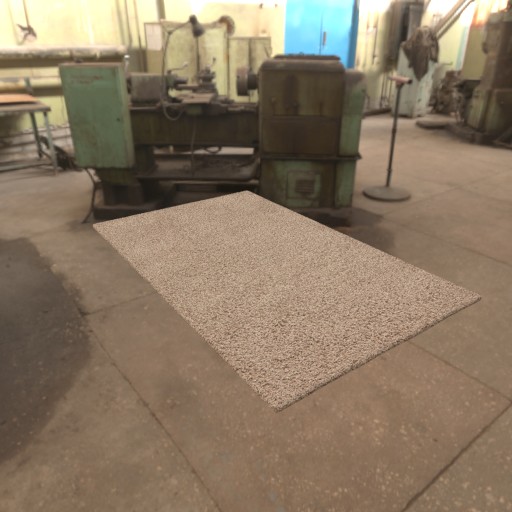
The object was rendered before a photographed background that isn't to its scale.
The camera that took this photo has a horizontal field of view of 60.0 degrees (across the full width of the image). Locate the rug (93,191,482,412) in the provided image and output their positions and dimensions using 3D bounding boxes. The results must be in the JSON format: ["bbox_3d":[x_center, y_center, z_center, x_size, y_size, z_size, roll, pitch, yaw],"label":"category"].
[{"bbox_3d":[0.000,0.000,3.086,1.524,0.030,2.438,-17,31,-31],"label":"rug"}]
